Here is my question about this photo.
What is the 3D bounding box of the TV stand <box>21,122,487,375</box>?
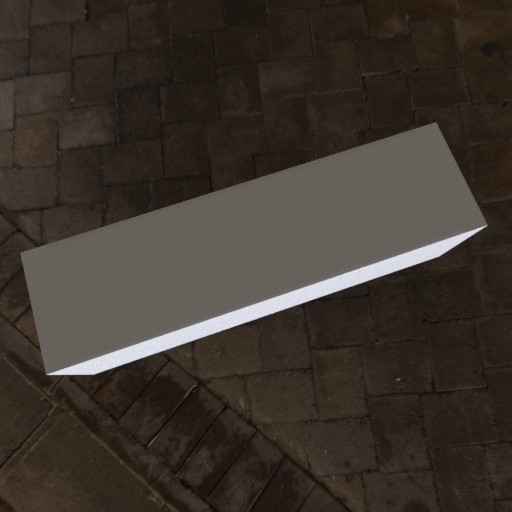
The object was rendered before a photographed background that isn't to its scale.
[{"bbox_3d":[0.000,0.000,1.685,1.500,0.440,0.410,-18,76,-5],"label":"TV stand"}]
